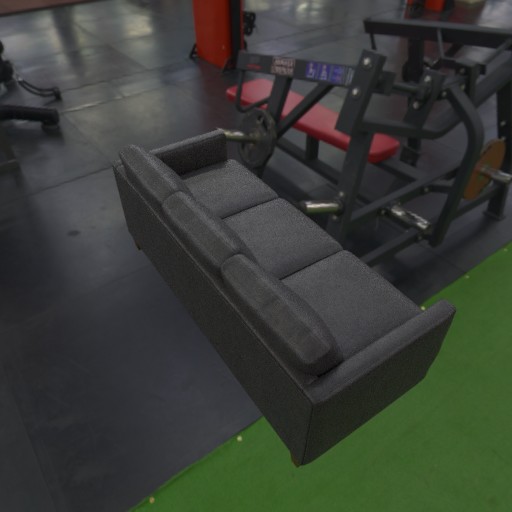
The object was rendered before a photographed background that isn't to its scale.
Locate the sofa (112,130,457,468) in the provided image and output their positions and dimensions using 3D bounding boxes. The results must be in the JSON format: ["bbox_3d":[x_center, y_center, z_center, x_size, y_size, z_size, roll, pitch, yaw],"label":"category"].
[{"bbox_3d":[0.000,0.000,3.075,1.045,1.006,2.464,-25,48,-24],"label":"sofa"}]
